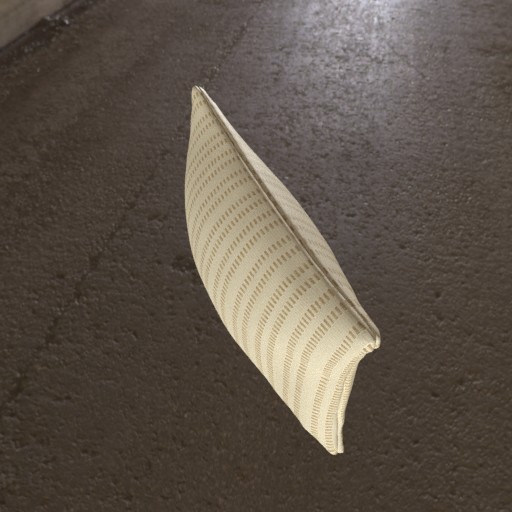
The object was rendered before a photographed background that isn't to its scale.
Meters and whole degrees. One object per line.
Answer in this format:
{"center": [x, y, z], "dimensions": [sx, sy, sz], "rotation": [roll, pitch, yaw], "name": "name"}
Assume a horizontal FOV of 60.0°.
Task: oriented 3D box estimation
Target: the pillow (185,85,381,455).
{"center": [0.000, 0.000, 0.799], "dimensions": [0.210, 0.353, 0.640], "rotation": [-18, 50, -15], "name": "pillow"}
